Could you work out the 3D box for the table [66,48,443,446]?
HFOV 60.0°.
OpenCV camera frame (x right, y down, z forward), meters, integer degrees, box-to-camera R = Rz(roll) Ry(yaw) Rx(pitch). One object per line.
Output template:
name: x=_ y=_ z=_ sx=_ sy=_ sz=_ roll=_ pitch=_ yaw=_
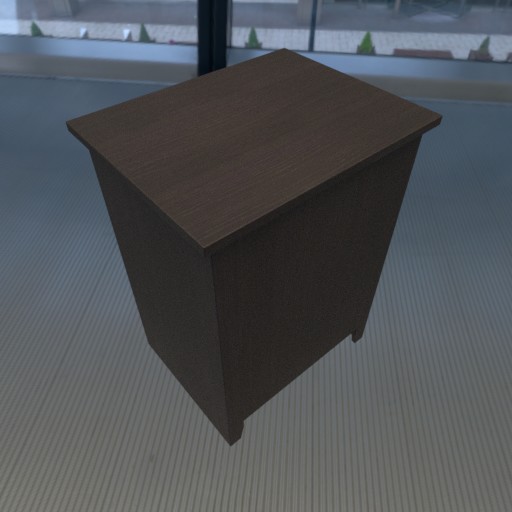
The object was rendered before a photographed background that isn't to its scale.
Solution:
table: x=0.000 y=0.000 z=0.944 sx=0.480 sy=0.635 sz=0.381 roll=-31 pitch=53 yaw=-27
